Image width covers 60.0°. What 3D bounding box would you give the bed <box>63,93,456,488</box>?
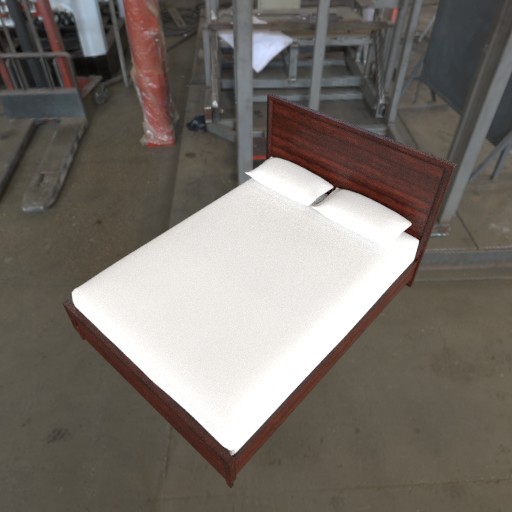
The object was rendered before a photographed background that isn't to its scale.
[{"bbox_3d":[0.000,0.000,3.968,2.040,1.492,2.803,32,52,29],"label":"bed"}]
